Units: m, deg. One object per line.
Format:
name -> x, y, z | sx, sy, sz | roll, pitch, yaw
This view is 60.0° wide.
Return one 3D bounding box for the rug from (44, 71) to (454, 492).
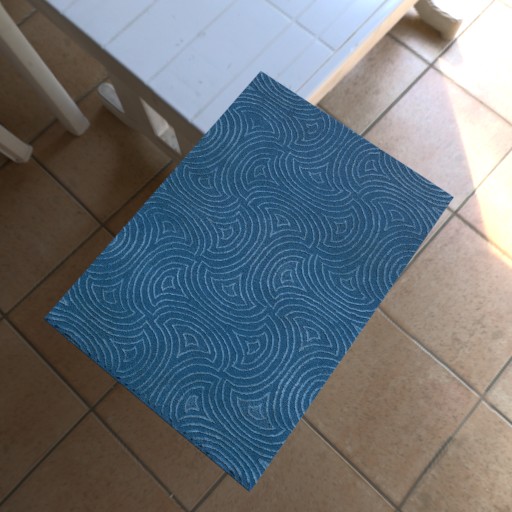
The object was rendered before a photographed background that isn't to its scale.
rug -> 0.000, 0.000, 2.729 | 1.543, 0.015, 2.144 | 36, 78, 9
